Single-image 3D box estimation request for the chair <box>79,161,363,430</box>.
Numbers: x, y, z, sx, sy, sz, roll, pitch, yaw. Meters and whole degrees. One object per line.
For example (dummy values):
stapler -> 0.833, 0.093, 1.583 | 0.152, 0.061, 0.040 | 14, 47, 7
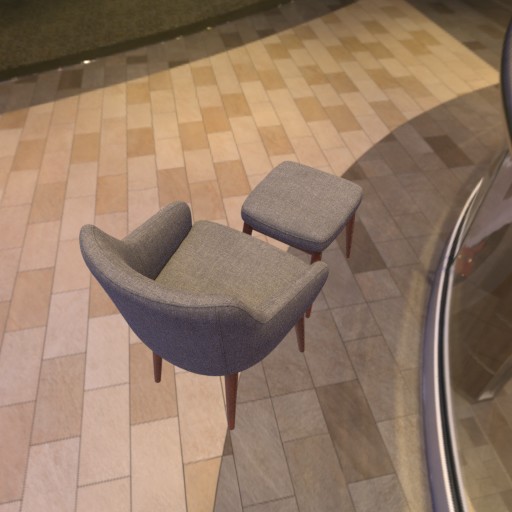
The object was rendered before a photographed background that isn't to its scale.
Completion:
chair -> 0.000, 0.000, 1.572 | 0.584, 0.799, 1.107 | 25, 51, 21
